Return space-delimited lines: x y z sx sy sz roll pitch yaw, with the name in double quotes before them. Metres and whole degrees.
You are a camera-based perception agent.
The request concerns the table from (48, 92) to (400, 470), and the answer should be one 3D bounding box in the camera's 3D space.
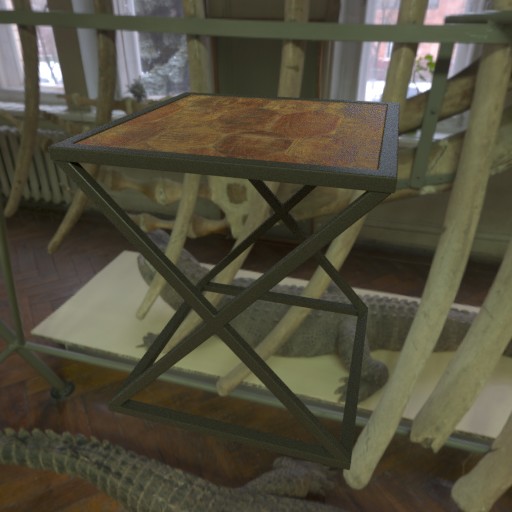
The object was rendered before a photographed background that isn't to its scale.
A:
"table" 0.000 0.000 0.944 0.500 0.565 0.500 8 30 14
